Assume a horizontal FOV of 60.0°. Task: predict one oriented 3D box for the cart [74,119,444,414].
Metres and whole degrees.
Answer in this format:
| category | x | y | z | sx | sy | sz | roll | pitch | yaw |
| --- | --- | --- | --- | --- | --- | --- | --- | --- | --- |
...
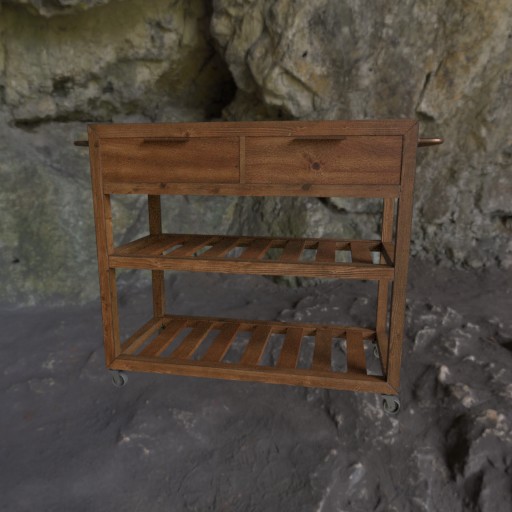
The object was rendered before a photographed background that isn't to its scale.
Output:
| category | x | y | z | sx | sy | sz | roll | pitch | yaw |
| --- | --- | --- | --- | --- | --- | --- | --- | --- | --- |
| cart | 0.000 | 0.000 | 1.480 | 1.065 | 0.830 | 0.445 | 2 | 13 | 10 |
